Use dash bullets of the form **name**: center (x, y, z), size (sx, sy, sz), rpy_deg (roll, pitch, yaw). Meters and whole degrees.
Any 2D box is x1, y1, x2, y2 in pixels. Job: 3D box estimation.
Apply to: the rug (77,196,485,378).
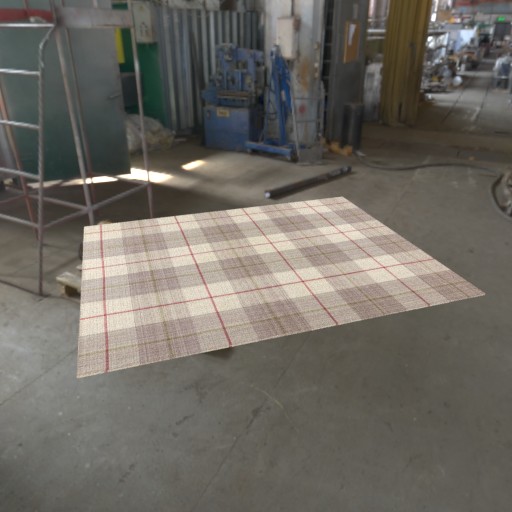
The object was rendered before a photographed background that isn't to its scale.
- **rug**: center (0.000, 0.000, 3.985), size (2.959, 0.016, 2.317), rpy_deg (-8, 28, -16)
